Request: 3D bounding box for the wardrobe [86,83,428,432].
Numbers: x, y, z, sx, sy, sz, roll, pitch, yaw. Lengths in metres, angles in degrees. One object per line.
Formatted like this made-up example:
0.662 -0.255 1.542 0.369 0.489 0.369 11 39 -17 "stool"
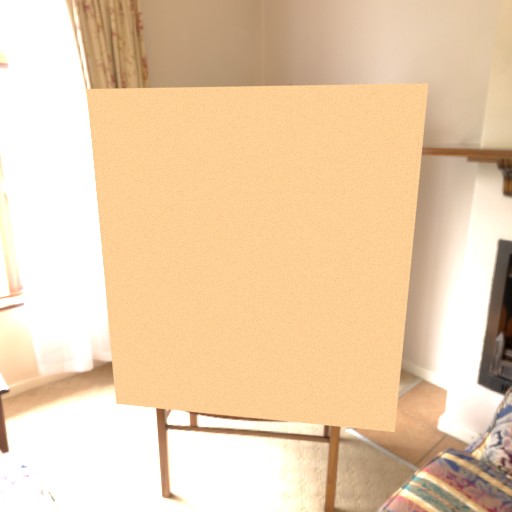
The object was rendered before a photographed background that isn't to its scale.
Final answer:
0.000 0.000 2.893 1.830 2.020 0.600 2 16 9 "wardrobe"
